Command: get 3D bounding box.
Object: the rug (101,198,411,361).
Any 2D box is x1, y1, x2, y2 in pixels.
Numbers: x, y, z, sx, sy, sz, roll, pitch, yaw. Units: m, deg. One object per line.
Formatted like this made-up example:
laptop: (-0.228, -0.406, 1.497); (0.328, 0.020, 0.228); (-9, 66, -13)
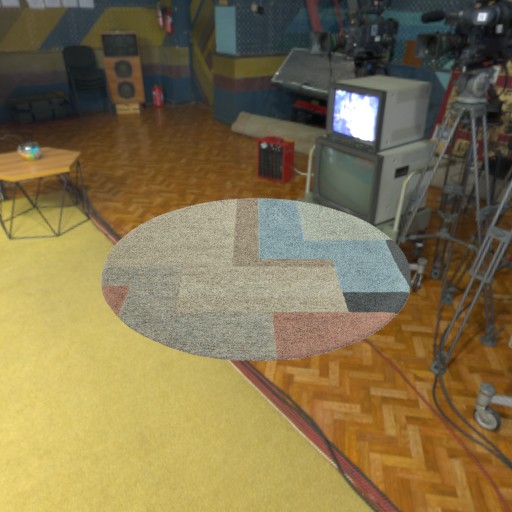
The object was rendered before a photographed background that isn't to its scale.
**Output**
rug: (0.000, 0.000, 3.664); (2.461, 0.033, 2.461); (0, 30, 0)
